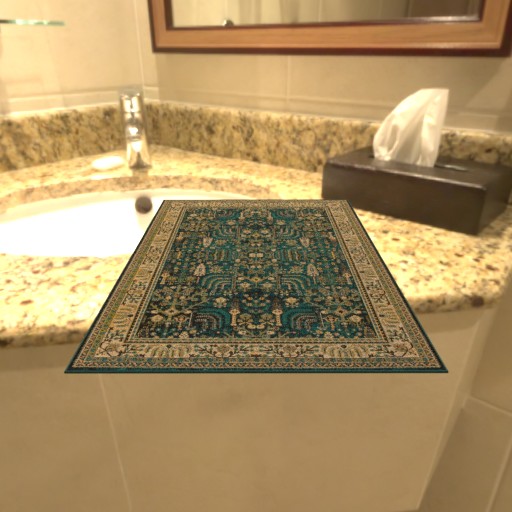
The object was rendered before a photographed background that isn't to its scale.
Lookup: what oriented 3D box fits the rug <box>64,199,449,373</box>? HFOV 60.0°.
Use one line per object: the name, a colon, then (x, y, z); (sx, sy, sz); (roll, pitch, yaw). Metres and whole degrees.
rug: (0.000, 0.000, 2.832); (1.594, 0.013, 2.213); (0, 26, 0)
